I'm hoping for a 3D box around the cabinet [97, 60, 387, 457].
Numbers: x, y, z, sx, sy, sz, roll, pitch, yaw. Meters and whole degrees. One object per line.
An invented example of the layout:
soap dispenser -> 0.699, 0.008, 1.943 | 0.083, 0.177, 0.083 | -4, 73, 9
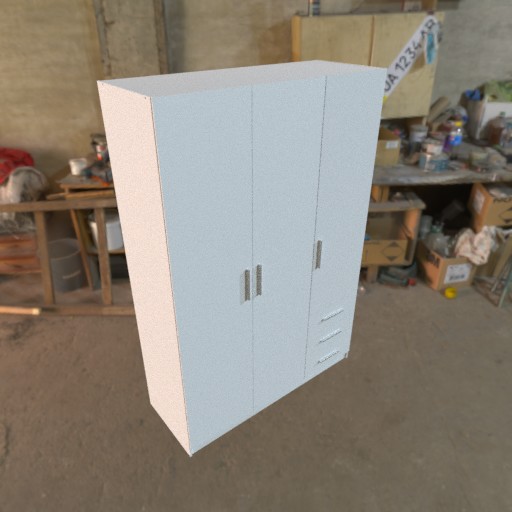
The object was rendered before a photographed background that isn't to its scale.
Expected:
cabinet -> 0.000, 0.000, 2.495 | 1.290, 1.910, 0.510 | -21, 36, -33
